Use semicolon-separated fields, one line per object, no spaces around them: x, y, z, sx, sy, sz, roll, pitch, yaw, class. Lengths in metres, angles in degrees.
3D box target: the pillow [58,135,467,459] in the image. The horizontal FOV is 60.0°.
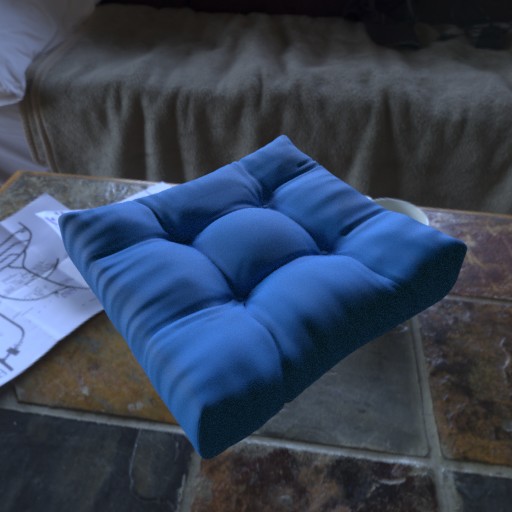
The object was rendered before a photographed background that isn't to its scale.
0.000;0.000;0.725;0.490;0.128;0.468;-27;49;-26;pillow
